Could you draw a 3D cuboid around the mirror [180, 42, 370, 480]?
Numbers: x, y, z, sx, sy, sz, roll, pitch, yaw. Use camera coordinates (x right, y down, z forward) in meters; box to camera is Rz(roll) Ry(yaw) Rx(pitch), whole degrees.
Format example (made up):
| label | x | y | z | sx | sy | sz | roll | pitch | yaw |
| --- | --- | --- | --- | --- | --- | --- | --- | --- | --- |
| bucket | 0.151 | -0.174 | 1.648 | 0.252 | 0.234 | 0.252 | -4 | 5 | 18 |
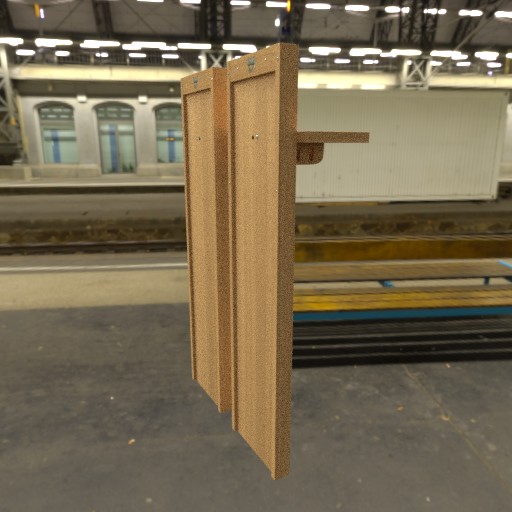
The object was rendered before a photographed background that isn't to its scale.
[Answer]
| label | x | y | z | sx | sy | sz | roll | pitch | yaw |
| --- | --- | --- | --- | --- | --- | --- | --- | --- | --- |
| mirror | 0.000 | 0.000 | 1.580 | 0.260 | 1.250 | 0.800 | -8 | 16 | -28 |
